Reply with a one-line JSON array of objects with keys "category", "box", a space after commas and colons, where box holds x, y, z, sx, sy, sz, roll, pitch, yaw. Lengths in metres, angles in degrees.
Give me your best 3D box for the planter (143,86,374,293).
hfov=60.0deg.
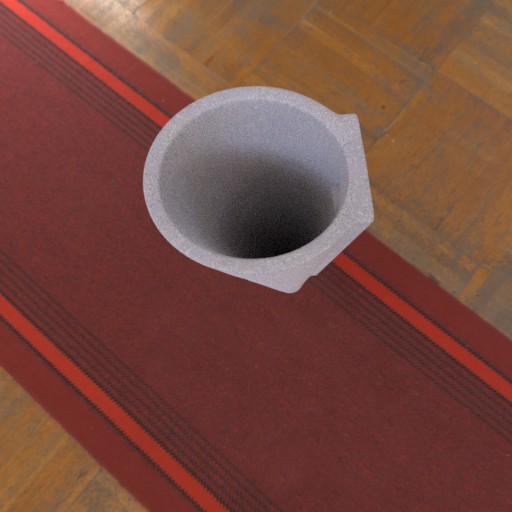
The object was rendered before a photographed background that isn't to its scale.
[{"category": "planter", "box": [0.000, 0.000, 0.295, 0.087, 0.259, 0.078, -5, 76, -1]}]
